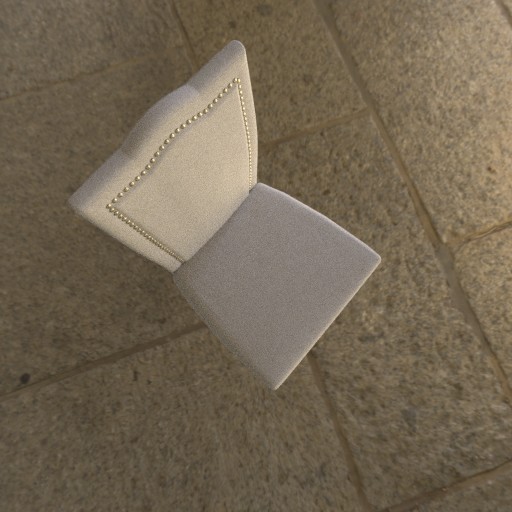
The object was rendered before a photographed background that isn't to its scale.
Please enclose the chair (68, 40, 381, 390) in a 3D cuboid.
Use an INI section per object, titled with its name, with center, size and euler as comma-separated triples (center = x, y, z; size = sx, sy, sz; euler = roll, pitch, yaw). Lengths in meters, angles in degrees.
[chair]
center = 0.000, 0.000, 1.287
size = 0.589, 0.946, 0.518
euler = 40, 79, 9
